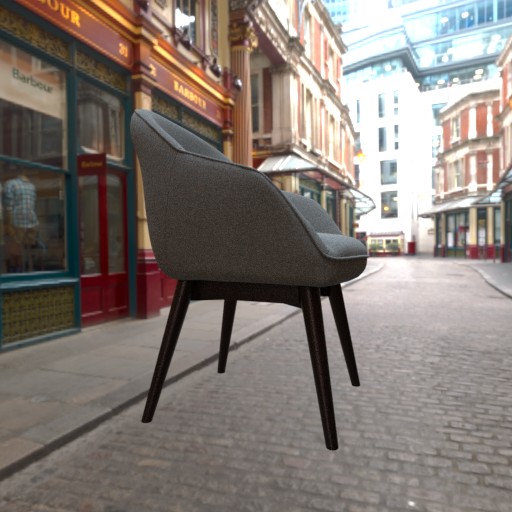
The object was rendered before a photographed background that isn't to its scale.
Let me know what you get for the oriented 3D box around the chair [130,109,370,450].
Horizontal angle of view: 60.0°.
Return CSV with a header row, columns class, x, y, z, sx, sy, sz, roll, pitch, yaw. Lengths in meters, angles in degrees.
class,x,y,z,sx,sy,sz,roll,pitch,yaw
chair,0.000,0.000,1.238,0.611,0.810,0.589,0,1,19
